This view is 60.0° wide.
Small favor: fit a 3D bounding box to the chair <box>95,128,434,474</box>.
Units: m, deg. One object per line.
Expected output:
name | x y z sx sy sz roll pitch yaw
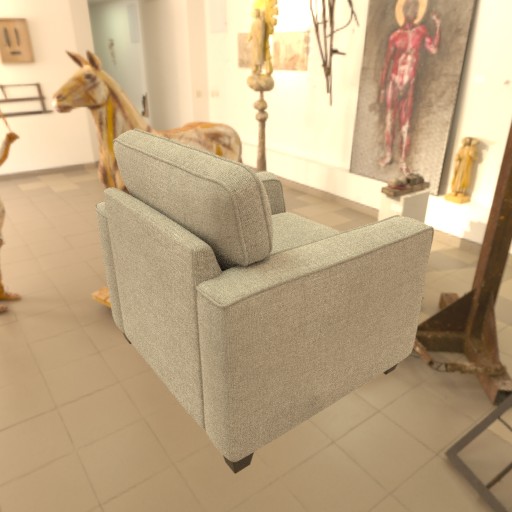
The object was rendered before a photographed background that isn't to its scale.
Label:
chair | 0.000 0.000 1.780 0.939 0.965 1.015 -18 31 -33
